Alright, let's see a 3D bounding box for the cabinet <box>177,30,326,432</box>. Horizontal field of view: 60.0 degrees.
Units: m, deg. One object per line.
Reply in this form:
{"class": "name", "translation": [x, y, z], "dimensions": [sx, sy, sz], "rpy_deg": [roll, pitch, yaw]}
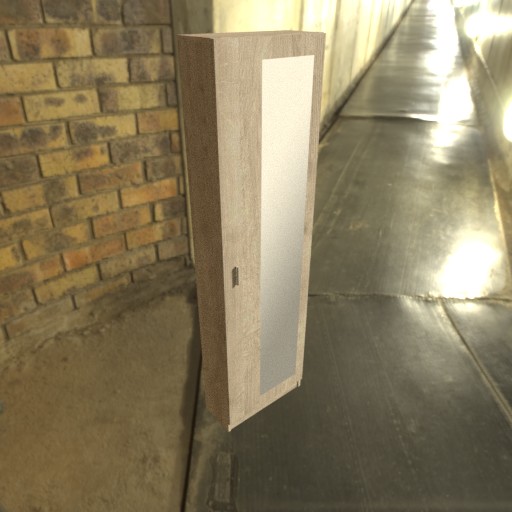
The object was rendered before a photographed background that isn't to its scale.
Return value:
{"class": "cabinet", "translation": [0.000, 0.000, 1.994], "dimensions": [0.500, 1.790, 0.230], "rpy_deg": [-22, 36, -33]}
